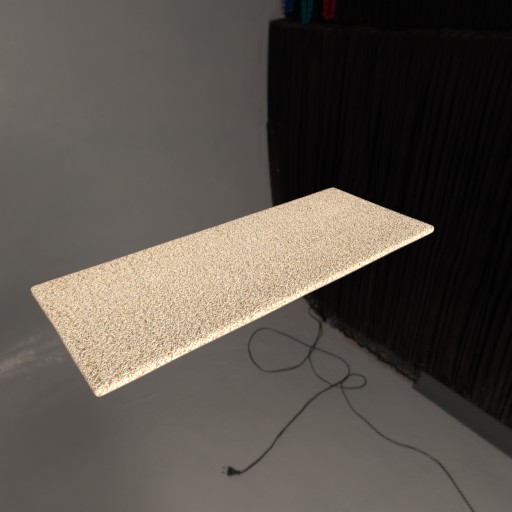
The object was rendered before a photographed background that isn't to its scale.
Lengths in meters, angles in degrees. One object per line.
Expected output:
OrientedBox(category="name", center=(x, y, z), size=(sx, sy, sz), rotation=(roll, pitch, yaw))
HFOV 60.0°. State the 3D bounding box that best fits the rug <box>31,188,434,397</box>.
OrientedBox(category="rug", center=(0.000, 0.000, 1.743), size=(1.524, 0.030, 0.609), rotation=(-22, 36, -33))
